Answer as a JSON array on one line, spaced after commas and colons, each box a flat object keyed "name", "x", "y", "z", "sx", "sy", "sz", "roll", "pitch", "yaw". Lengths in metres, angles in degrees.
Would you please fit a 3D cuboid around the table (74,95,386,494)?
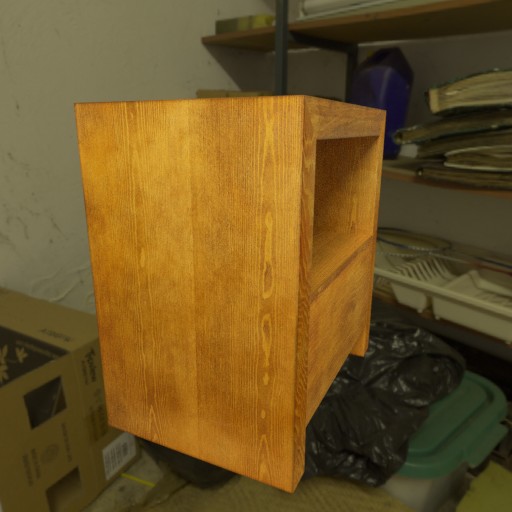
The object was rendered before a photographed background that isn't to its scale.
[{"name": "table", "x": 0.000, "y": 0.000, "z": 0.951, "sx": 0.400, "sy": 0.605, "sz": 0.550, "roll": 8, "pitch": 18, "yaw": 25}]
